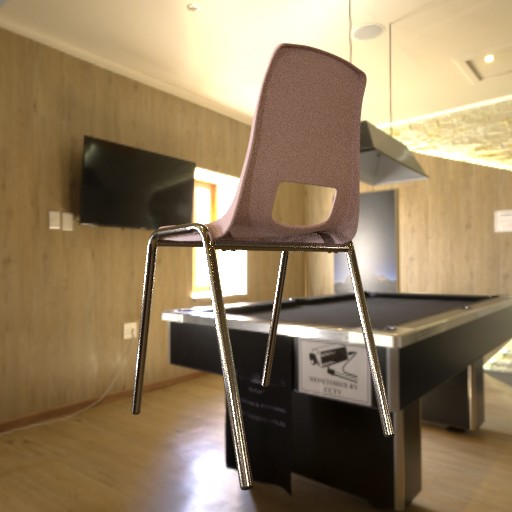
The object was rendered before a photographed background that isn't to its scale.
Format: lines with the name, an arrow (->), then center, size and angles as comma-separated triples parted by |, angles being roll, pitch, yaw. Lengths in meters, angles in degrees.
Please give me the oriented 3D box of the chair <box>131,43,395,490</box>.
chair -> 0.000, 0.000, 0.931 | 0.381, 0.704, 0.436 | 1, -1, -36
